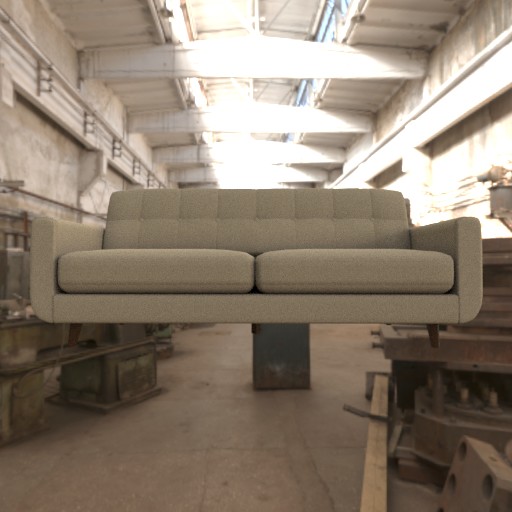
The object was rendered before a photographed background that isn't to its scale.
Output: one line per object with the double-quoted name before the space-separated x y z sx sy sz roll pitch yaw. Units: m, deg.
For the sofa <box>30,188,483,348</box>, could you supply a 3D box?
"sofa" 0.000 0.000 2.556 2.137 0.892 0.980 0 -1 1
